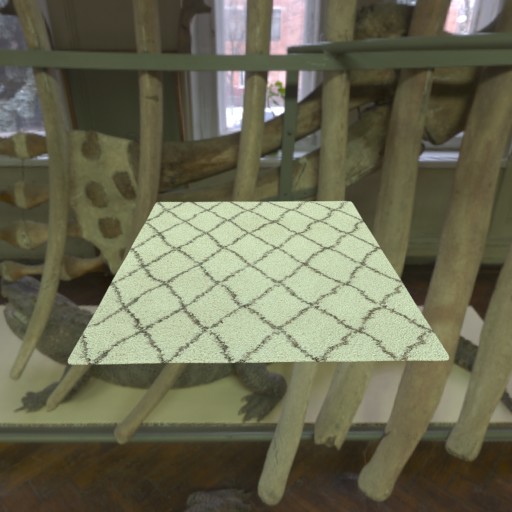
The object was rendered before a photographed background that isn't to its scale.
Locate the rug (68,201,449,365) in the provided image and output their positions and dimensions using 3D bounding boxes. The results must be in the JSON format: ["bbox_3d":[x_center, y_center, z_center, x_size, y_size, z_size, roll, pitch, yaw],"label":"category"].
[{"bbox_3d":[0.000,0.000,4.175,2.438,0.029,3.047,0,26,-1],"label":"rug"}]
